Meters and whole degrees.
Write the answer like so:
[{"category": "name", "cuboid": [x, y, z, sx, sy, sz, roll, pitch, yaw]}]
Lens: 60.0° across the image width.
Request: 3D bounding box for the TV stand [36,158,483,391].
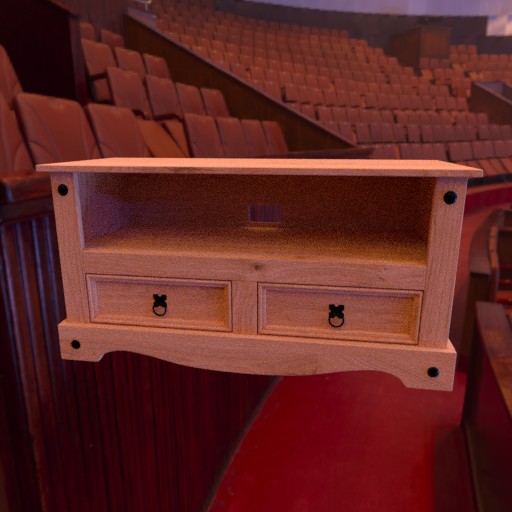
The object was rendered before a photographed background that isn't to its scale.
[{"category": "TV stand", "cuboid": [0.000, 0.000, 1.329, 1.080, 0.550, 0.440, 2, 15, 9]}]
